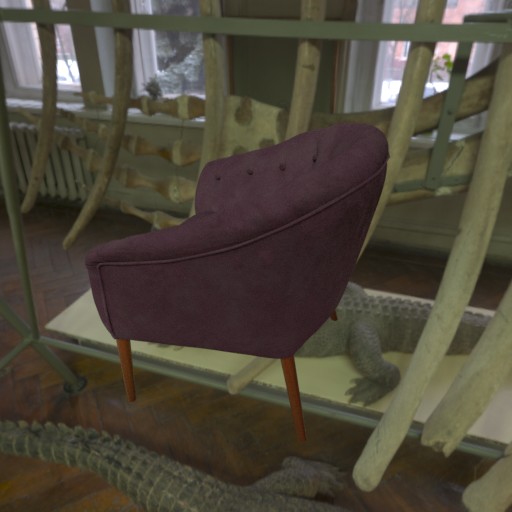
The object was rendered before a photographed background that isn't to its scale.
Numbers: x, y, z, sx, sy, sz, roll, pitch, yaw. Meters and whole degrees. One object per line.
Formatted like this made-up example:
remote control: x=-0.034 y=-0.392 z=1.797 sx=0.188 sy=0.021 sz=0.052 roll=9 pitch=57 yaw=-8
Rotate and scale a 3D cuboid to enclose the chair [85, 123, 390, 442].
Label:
chair: x=0.000 y=0.000 z=1.511 sx=0.776 sy=0.885 sz=0.851 roll=9 pitch=31 yaw=16
